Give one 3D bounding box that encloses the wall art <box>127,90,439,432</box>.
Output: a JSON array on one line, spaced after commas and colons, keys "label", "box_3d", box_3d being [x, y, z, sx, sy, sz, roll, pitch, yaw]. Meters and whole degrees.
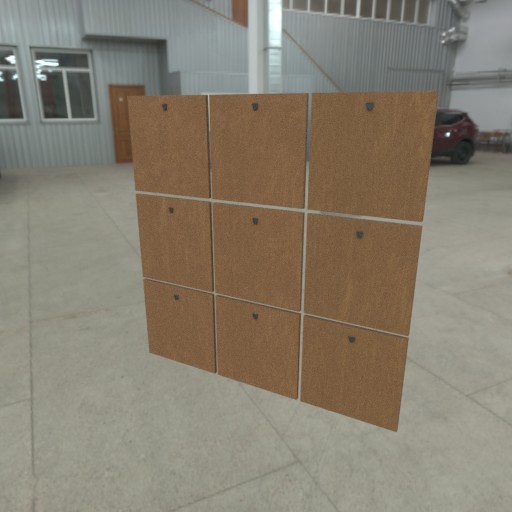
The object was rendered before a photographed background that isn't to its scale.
[{"label": "wall art", "box_3d": [0.000, 0.000, 1.328, 0.915, 0.913, 0.018, 10, 21, 27]}]
